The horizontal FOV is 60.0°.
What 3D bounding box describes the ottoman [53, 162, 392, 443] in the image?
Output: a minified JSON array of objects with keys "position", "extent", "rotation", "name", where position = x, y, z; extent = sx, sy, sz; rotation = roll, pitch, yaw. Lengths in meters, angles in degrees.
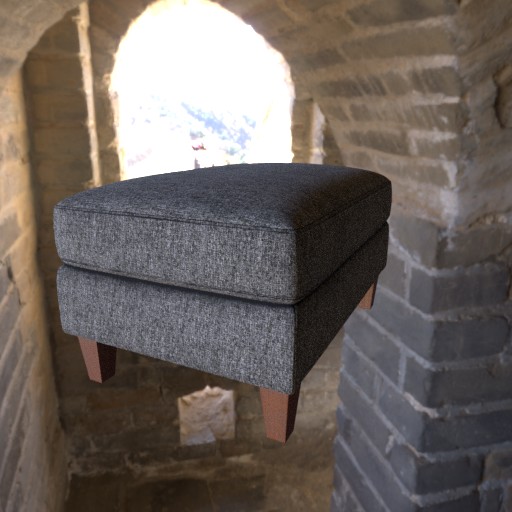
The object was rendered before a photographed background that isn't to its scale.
[{"position":[0.000,0.000,1.220],"extent":[0.584,0.483,0.864],"rotation":[8,18,25],"name":"ottoman"}]
